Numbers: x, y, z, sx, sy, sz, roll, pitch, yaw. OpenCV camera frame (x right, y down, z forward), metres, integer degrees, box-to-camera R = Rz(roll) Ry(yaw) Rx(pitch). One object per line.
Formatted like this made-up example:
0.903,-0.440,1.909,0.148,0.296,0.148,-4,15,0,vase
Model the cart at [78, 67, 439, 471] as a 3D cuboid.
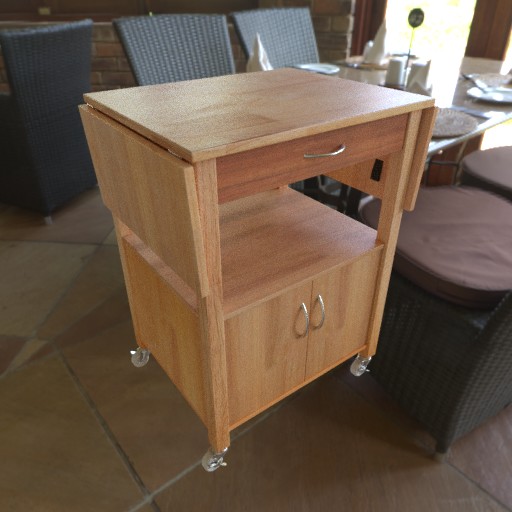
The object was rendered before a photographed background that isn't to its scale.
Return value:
0.000,0.000,1.205,0.640,0.838,0.508,-21,38,-30,cart
